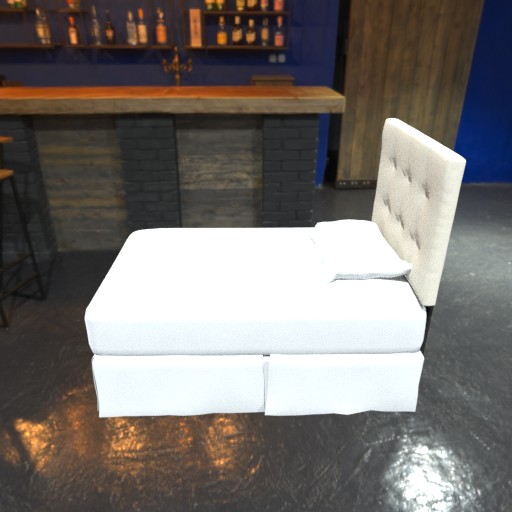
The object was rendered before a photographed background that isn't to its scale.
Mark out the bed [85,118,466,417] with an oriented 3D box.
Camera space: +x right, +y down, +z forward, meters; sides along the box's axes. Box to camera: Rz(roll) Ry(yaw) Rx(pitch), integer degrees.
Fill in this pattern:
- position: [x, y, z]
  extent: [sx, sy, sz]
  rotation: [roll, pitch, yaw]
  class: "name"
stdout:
- position: [0.000, 0.000, 2.912]
  extent: [1.997, 1.571, 1.261]
  rotation: [0, 27, -1]
  class: "bed"
